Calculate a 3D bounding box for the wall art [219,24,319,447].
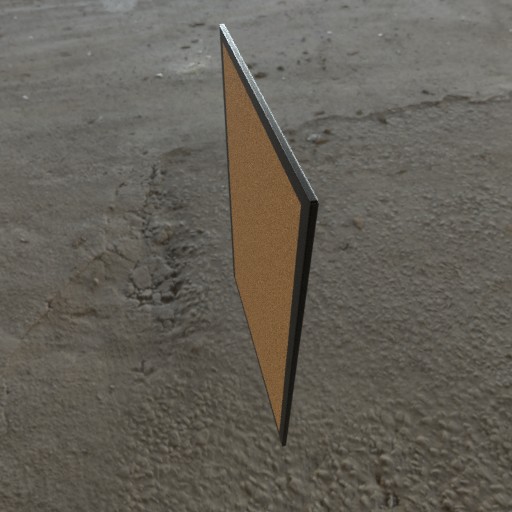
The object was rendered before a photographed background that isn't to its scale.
[{"bbox_3d":[0.000,0.000,1.231,0.013,0.967,0.707,-10,48,-9],"label":"wall art"}]
